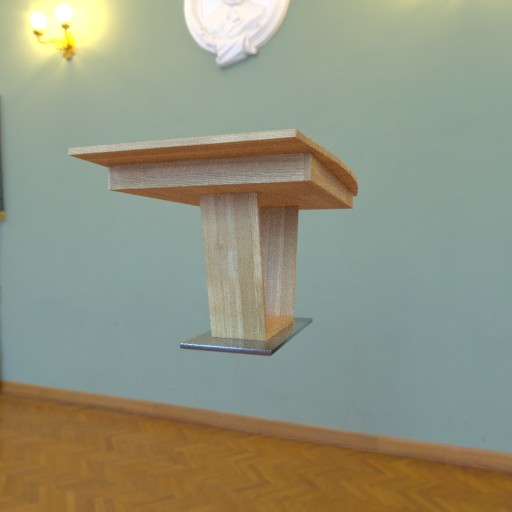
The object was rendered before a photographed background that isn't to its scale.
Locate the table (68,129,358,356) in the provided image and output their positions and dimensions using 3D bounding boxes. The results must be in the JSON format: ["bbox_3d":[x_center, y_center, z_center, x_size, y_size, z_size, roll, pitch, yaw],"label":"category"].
[{"bbox_3d":[0.000,0.000,2.109,0.900,0.748,1.598,1,2,19],"label":"table"}]
